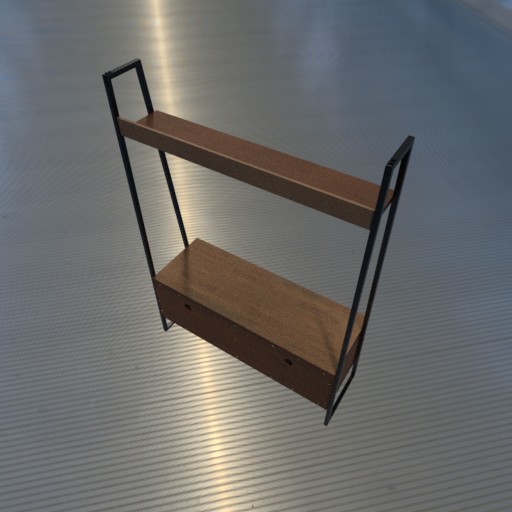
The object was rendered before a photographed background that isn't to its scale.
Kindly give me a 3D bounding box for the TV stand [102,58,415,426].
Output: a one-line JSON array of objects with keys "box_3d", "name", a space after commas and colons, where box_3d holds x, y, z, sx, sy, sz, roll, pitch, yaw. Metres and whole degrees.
[{"box_3d": [0.000, 0.000, 2.323, 1.250, 1.772, 0.432, 24, 50, 23], "name": "TV stand"}]
